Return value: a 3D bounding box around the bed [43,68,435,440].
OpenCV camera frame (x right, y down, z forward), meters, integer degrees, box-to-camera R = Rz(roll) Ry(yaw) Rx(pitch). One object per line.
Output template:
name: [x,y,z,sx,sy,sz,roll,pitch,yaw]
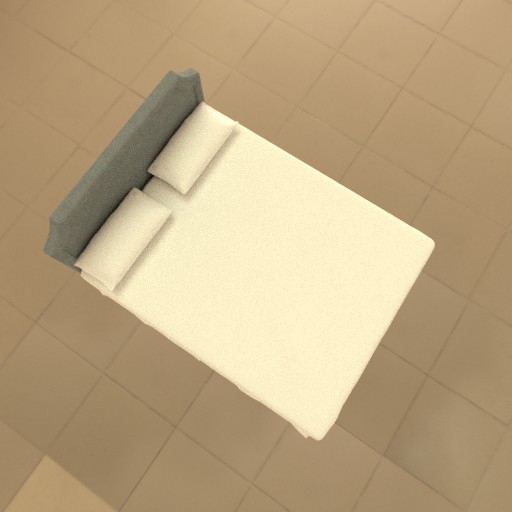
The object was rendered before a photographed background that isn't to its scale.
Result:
bed: [0.000,0.000,3.600,2.464,1.306,1.977,33,78,8]
